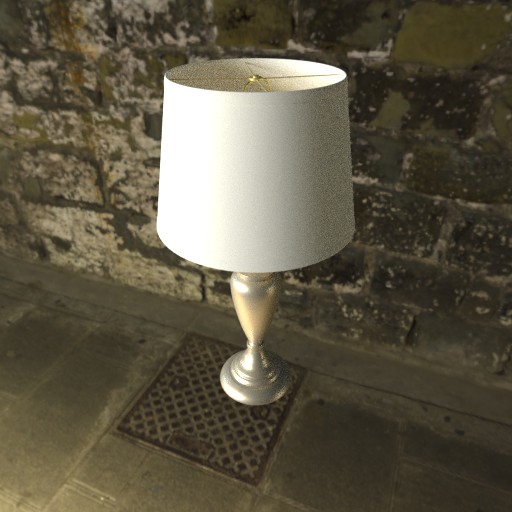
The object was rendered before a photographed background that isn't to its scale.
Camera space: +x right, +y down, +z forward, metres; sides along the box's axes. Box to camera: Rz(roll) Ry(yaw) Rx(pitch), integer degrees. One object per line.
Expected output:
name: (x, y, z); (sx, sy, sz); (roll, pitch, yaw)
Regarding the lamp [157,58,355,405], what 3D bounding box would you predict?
lamp: (0.000, 0.000, 0.788); (0.328, 0.612, 0.328); (0, 32, 0)
